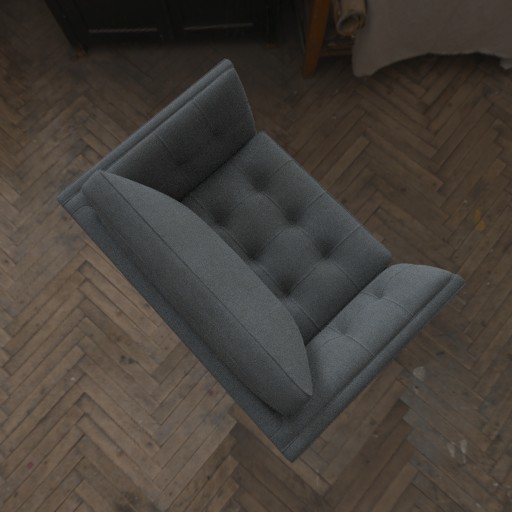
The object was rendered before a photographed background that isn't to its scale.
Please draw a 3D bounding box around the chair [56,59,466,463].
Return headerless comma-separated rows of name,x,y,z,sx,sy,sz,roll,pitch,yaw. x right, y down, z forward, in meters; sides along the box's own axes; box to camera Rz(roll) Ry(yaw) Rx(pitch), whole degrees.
chair,0.000,0.000,2.065,0.965,0.942,1.396,-42,80,-9
